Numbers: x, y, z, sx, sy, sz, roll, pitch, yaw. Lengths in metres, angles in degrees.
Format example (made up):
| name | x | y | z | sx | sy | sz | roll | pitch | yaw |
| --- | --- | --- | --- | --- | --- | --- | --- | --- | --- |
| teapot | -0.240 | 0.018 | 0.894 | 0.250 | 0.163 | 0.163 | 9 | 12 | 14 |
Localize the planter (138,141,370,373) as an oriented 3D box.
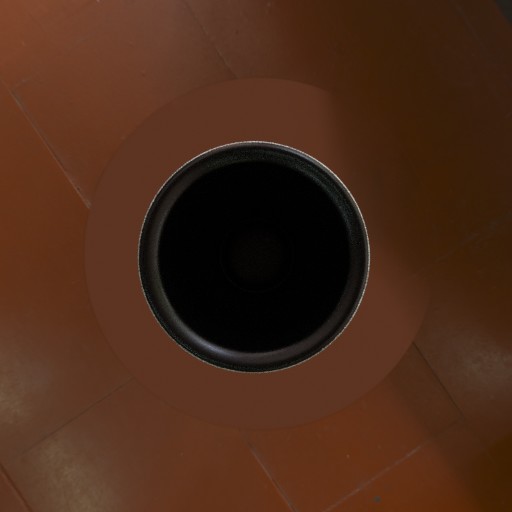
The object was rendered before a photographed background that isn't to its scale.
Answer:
| name | x | y | z | sx | sy | sz | roll | pitch | yaw |
| --- | --- | --- | --- | --- | --- | --- | --- | --- | --- |
| planter | 0.000 | 0.000 | 0.323 | 0.100 | 0.270 | 0.100 | 0 | 90 | 0 |
